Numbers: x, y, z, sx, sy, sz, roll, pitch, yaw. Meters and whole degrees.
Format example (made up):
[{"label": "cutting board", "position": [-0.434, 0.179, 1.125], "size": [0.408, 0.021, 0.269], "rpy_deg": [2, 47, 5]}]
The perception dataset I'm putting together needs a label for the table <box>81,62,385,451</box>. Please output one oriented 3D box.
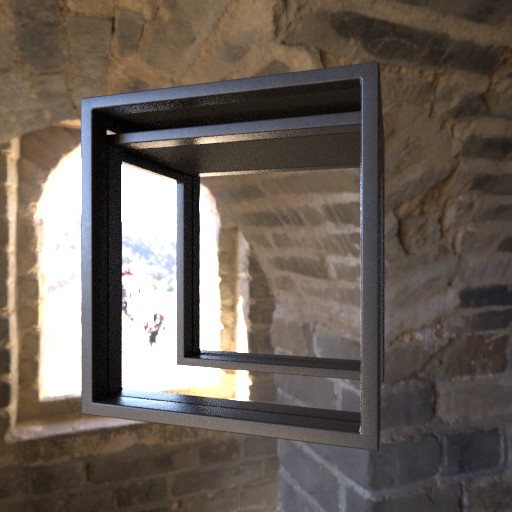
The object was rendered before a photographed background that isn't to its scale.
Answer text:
[{"label": "table", "position": [0.000, 0.000, 0.910], "size": [0.500, 0.550, 0.449], "rpy_deg": [0, 0, 17]}]
